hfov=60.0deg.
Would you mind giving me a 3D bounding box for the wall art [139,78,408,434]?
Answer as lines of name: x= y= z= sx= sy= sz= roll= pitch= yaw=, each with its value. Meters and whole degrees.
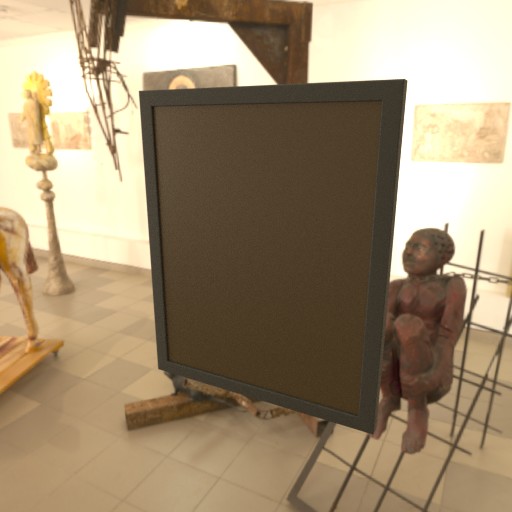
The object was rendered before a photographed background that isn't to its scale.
wall art: x=0.000 y=0.000 z=0.777 sx=0.457 sy=0.558 sz=0.028 roll=8 pitch=18 yaw=26
